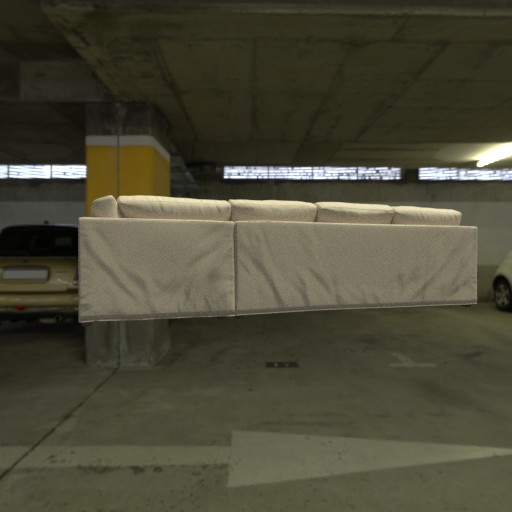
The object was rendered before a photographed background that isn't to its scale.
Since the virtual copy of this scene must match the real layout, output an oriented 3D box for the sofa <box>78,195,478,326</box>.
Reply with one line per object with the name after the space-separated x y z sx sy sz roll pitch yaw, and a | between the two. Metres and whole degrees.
0.000 0.000 4.399 3.182 0.871 2.432 0 1 -19 | sofa
